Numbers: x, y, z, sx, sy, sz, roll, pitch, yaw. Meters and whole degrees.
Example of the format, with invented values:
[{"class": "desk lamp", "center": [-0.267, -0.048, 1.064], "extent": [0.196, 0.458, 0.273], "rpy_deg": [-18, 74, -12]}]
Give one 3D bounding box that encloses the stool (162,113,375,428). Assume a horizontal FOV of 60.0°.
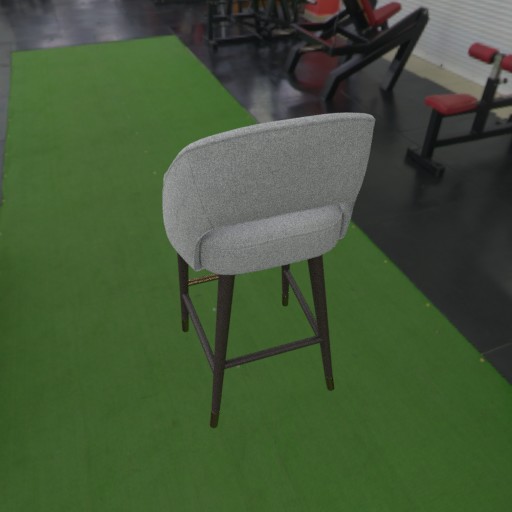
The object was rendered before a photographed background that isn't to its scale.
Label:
[{"class": "stool", "center": [0.000, 0.000, 1.319], "extent": [0.494, 1.037, 0.509], "rpy_deg": [-13, 42, -15]}]
